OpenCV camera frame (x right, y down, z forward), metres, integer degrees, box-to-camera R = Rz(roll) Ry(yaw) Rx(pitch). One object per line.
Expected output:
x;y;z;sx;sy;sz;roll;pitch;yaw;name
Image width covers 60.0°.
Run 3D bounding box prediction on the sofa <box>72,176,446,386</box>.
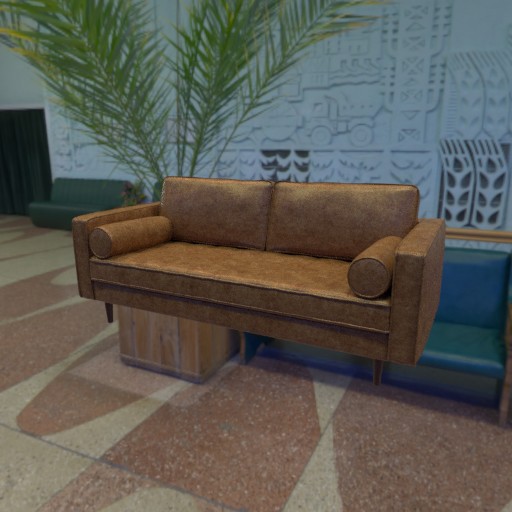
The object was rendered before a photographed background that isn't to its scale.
0.000;0.000;2.509;1.920;0.825;0.924;7;15;26;sofa
